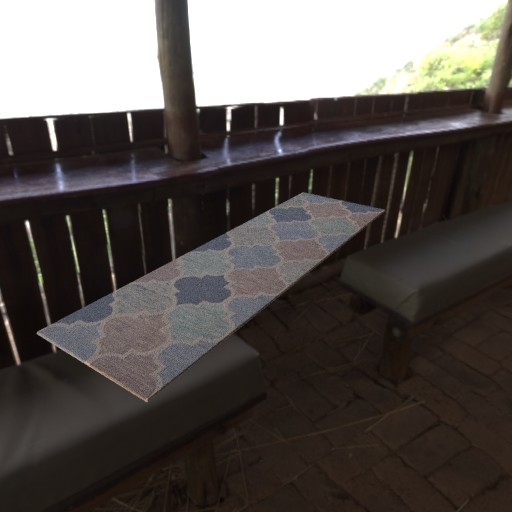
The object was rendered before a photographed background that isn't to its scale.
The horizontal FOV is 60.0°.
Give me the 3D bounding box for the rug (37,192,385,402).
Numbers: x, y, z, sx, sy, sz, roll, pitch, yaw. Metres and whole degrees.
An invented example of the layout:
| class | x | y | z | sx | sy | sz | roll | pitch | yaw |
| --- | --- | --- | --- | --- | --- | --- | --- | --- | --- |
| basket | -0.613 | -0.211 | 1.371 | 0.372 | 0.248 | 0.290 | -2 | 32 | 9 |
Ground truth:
| class | x | y | z | sx | sy | sz | roll | pitch | yaw |
| --- | --- | --- | --- | --- | --- | --- | --- | --- | --- |
| rug | 0.000 | 0.000 | 2.557 | 0.687 | 0.011 | 2.287 | 18 | 32 | 31 |
